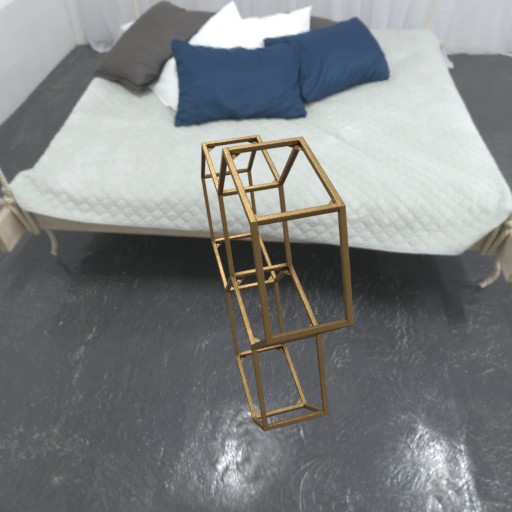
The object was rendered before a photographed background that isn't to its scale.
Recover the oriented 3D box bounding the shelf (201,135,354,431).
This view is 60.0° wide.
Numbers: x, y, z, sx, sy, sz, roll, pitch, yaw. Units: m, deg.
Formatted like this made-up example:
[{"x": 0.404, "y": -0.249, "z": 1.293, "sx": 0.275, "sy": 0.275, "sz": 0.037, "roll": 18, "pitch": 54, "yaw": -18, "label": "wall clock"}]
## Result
[{"x": 0.000, "y": 0.000, "z": 1.087, "sx": 0.150, "sy": 0.701, "sz": 0.708, "roll": -11, "pitch": 48, "yaw": -10, "label": "shelf"}]
